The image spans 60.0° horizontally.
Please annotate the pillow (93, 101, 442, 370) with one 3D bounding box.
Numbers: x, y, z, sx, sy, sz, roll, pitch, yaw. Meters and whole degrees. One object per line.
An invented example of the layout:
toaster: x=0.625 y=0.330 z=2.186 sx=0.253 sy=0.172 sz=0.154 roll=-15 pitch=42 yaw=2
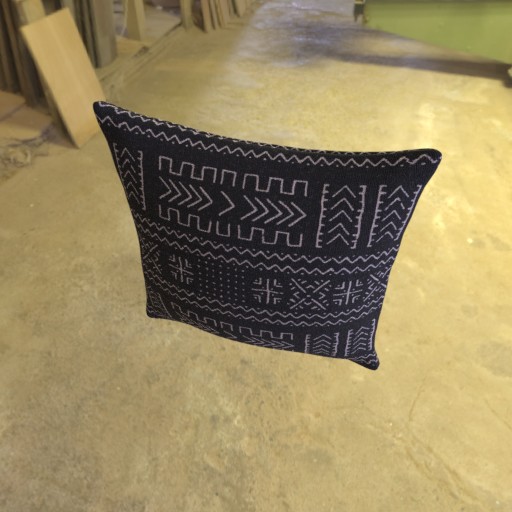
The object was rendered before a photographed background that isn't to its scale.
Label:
pillow: x=0.000 y=0.000 z=0.667 sx=0.438 sy=0.430 sz=0.164 roll=11 pitch=44 yaw=12
